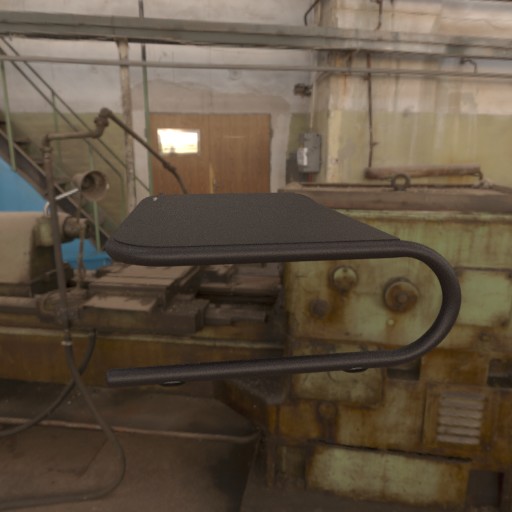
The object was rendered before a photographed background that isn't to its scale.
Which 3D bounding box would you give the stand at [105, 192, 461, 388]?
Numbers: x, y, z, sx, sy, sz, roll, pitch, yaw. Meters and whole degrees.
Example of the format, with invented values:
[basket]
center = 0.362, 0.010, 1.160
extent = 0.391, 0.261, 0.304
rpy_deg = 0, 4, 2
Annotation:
[stand]
center = 0.000, 0.000, 0.509
extent = 0.280, 0.108, 0.370
rpy_deg = -2, 14, -8
